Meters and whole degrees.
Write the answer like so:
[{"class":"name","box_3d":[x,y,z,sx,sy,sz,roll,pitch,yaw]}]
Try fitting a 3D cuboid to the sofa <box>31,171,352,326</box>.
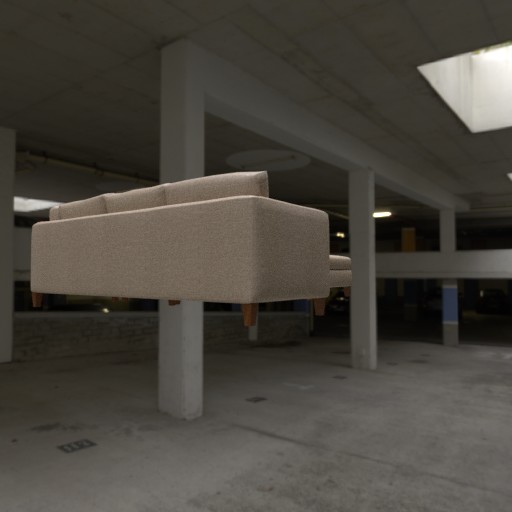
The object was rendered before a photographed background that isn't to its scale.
[{"class":"sofa","box_3d":[0.000,0.000,4.626,2.594,0.961,3.460,-2,-3,37]}]
